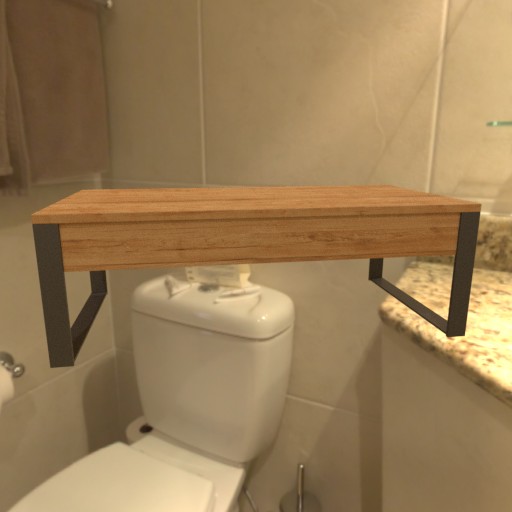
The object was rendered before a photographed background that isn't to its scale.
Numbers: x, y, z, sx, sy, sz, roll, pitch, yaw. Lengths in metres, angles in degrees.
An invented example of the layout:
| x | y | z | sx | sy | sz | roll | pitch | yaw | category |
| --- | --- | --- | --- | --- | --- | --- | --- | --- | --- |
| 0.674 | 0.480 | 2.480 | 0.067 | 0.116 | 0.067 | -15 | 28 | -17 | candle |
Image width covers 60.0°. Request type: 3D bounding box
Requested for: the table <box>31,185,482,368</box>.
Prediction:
| x | y | z | sx | sy | sz | roll | pitch | yaw | category |
| --- | --- | --- | --- | --- | --- | --- | --- | --- | --- |
| 0.000 | 0.000 | 1.474 | 1.180 | 0.400 | 0.590 | -2 | 14 | -9 | table |
